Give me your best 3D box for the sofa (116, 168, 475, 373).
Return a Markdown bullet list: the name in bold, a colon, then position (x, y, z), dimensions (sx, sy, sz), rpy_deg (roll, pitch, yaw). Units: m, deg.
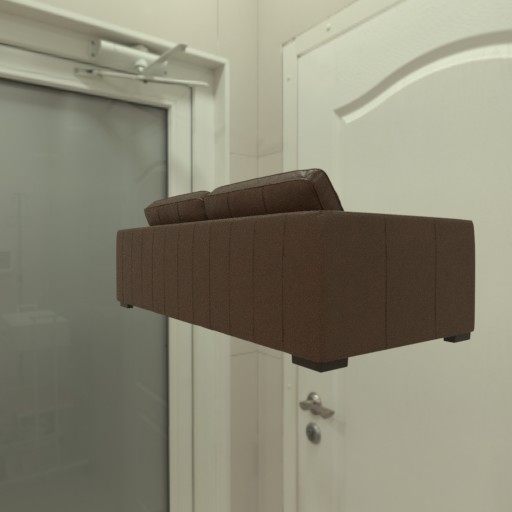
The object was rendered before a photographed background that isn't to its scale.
- **sofa**: position (0.000, 0.000, 2.769), dimensions (1.070, 0.801, 2.262), rpy_deg (-1, 1, -35)
